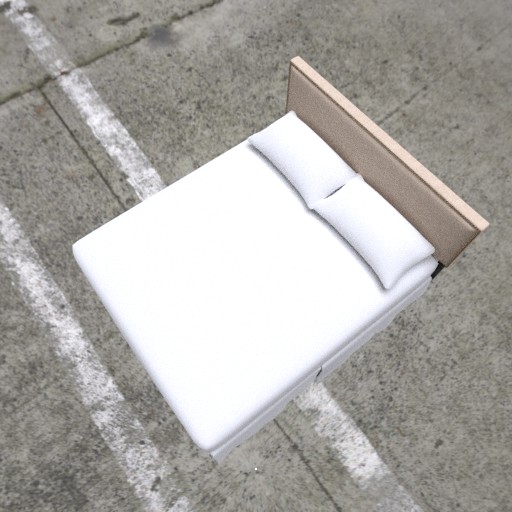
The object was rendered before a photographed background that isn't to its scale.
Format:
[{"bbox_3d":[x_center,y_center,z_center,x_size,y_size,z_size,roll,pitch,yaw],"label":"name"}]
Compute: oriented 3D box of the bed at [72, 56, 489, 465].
[{"bbox_3d":[0.000,0.000,2.793,1.876,1.016,1.616,-35,69,-15],"label":"bed"}]
